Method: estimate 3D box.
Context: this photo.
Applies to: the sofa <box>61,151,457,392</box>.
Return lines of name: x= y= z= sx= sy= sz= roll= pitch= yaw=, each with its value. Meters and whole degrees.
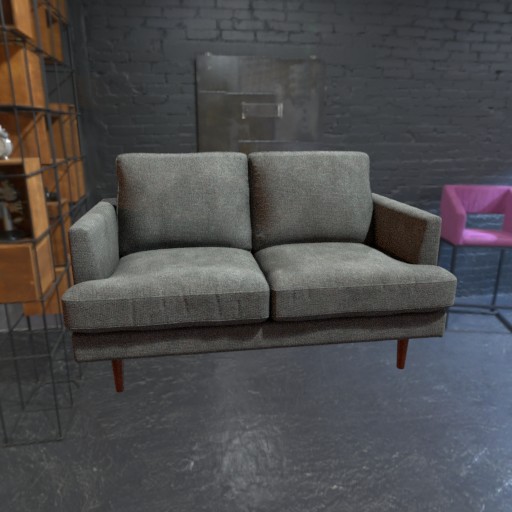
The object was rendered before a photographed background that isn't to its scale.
sofa: x=0.000 y=0.000 z=2.132 sx=1.582 sy=0.956 sz=0.903 roll=-2 pitch=16 yaw=-8
